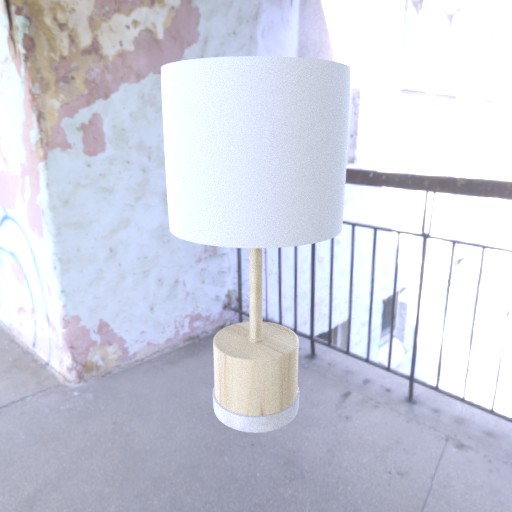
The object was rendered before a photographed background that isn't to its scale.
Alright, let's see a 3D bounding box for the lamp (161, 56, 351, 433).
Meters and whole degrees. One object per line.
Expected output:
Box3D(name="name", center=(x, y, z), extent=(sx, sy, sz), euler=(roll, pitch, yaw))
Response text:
Box3D(name="lamp", center=(0.000, 0.000, 0.605), extent=(0.229, 0.470, 0.229), euler=(-15, 22, -42))
